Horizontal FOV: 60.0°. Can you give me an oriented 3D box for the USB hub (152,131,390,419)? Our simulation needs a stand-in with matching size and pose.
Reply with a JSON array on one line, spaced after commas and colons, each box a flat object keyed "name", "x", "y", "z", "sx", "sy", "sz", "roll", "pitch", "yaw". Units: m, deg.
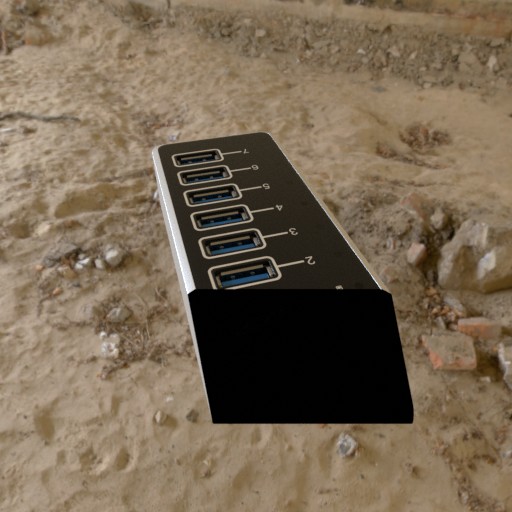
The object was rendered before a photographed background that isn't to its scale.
[{"name": "USB hub", "x": 0.000, "y": 0.000, "z": 0.126, "sx": 0.044, "sy": 0.023, "sz": 0.110, "roll": -11, "pitch": 42, "yaw": -12}]
